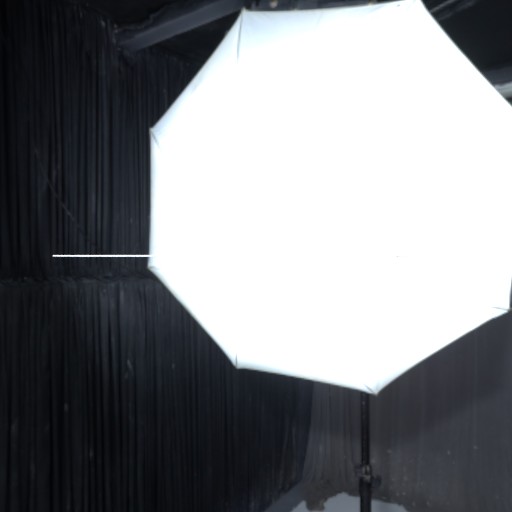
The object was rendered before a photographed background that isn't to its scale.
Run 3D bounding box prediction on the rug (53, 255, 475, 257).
[{"bbox_3d":[0.000,0.000,3.001,2.457,0.009,1.512,0,0,37],"label":"rug"}]
